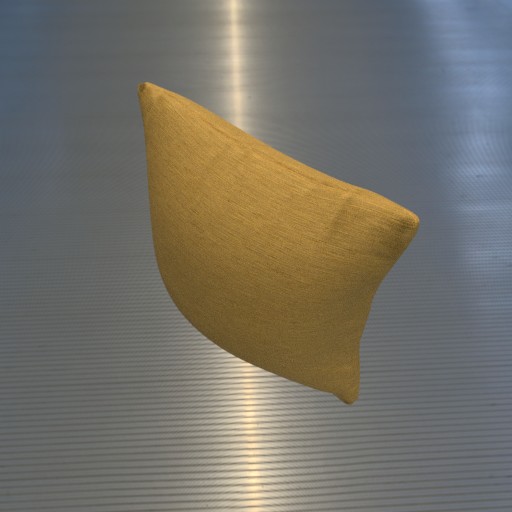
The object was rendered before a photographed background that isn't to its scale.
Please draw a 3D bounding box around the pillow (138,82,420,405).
[{"bbox_3d":[0.000,0.000,0.677,0.435,0.417,0.247,33,56,27],"label":"pillow"}]
